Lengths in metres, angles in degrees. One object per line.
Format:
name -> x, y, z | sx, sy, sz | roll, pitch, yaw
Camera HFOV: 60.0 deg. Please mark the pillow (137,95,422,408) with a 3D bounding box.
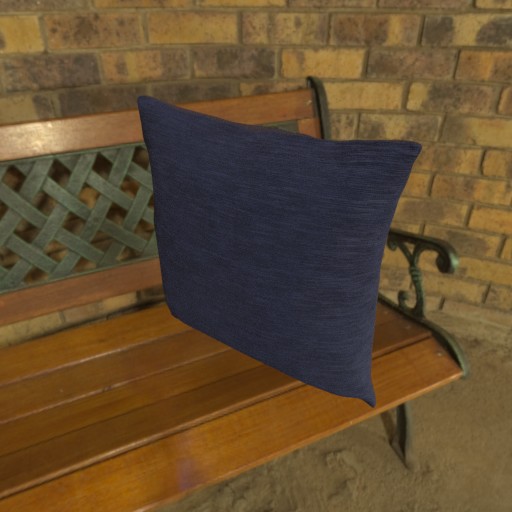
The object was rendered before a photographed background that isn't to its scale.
pillow -> 0.000, 0.000, 0.705 | 0.452, 0.439, 0.204 | 19, 36, 28
